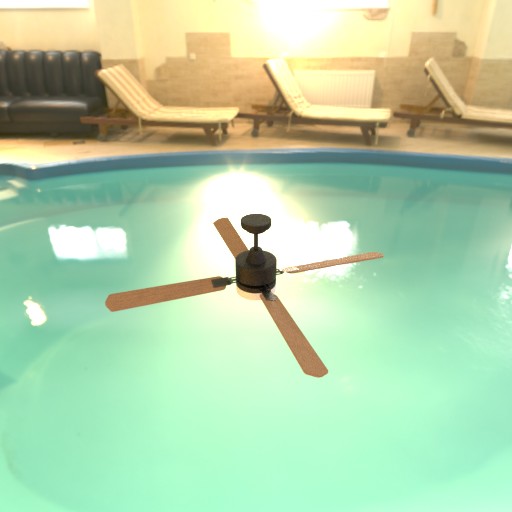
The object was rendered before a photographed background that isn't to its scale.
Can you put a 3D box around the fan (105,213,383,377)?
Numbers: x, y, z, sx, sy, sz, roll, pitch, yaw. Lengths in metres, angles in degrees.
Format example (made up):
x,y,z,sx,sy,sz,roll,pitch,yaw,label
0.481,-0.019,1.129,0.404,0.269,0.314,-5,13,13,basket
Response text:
x,y,z,sx,sy,sz,roll,pitch,yaw,label
0.000,0.000,1.968,1.320,0.355,1.320,-10,31,-16,fan
